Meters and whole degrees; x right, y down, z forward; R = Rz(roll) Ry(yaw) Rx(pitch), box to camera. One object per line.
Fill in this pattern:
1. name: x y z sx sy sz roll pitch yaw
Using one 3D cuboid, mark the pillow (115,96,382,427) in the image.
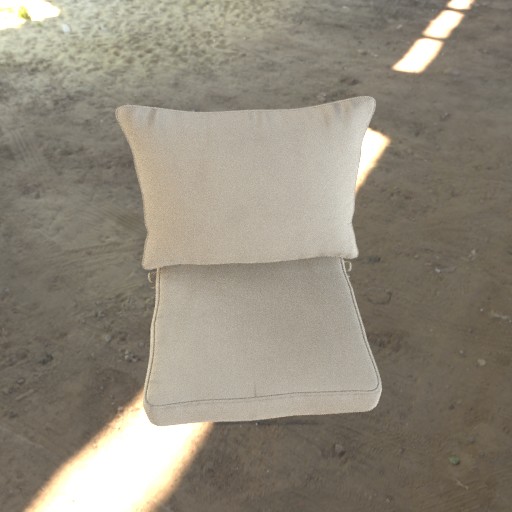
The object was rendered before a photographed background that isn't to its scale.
1. pillow: 0.000 0.000 1.337 0.798 0.716 0.733 -3 44 -3
